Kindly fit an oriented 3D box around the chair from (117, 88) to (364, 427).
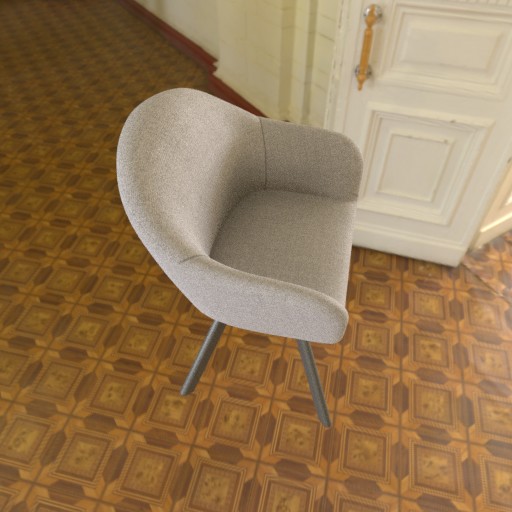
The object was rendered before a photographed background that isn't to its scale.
[{"bbox_3d":[0.000,0.000,1.179,0.550,0.795,0.590,9,47,9],"label":"chair"}]
